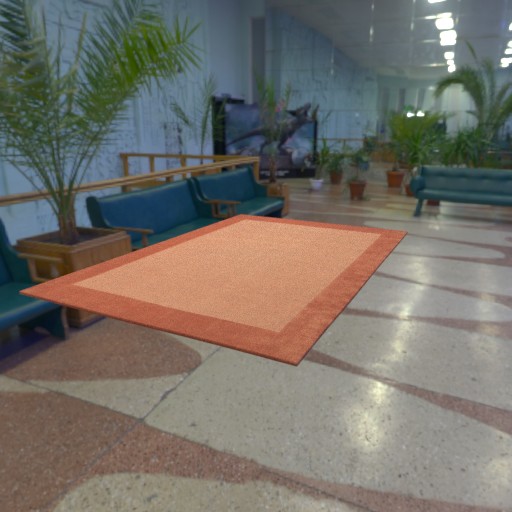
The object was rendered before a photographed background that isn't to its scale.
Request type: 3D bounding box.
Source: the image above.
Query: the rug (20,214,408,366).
[{"bbox_3d":[0.000,0.000,2.304,1.219,0.014,1.829,8,18,26],"label":"rug"}]
